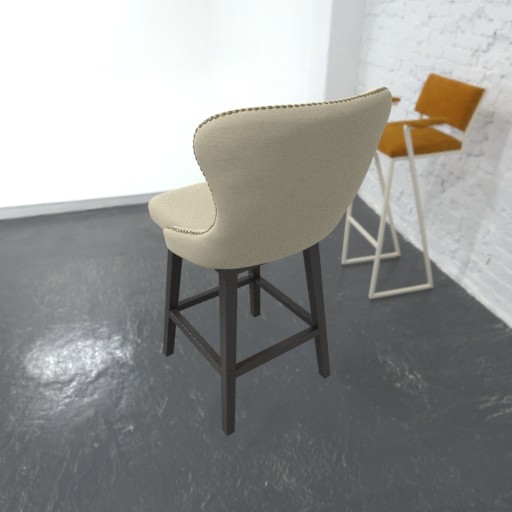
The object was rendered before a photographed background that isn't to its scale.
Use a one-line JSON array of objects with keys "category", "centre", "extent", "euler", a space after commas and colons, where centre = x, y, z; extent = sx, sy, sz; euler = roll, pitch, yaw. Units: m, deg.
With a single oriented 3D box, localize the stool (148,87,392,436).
[{"category": "stool", "centre": [0.000, 0.000, 1.296], "extent": [0.528, 0.971, 0.593], "euler": [-20, 36, -30]}]
